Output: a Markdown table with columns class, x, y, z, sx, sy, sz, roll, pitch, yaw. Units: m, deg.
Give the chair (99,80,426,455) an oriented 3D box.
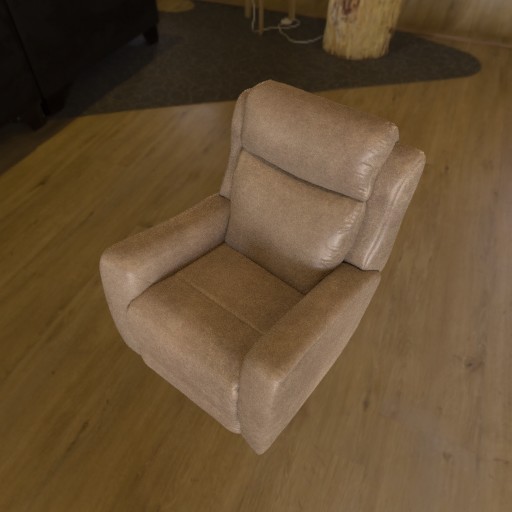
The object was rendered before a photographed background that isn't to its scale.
| class | x | y | z | sx | sy | sz | roll | pitch | yaw |
| --- | --- | --- | --- | --- | --- | --- | --- | --- | --- |
| chair | 0.000 | 0.000 | 1.951 | 0.965 | 1.116 | 1.068 | 31 | 54 | 26 |
